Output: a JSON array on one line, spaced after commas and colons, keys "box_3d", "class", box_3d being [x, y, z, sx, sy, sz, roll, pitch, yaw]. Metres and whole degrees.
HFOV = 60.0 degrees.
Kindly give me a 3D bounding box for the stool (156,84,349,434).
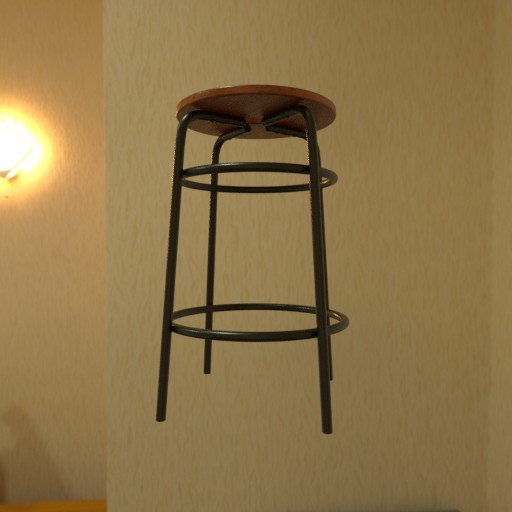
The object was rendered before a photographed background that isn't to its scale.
[{"box_3d": [0.000, 0.000, 0.949, 0.455, 0.610, 0.455, -1, 2, -35], "class": "stool"}]
